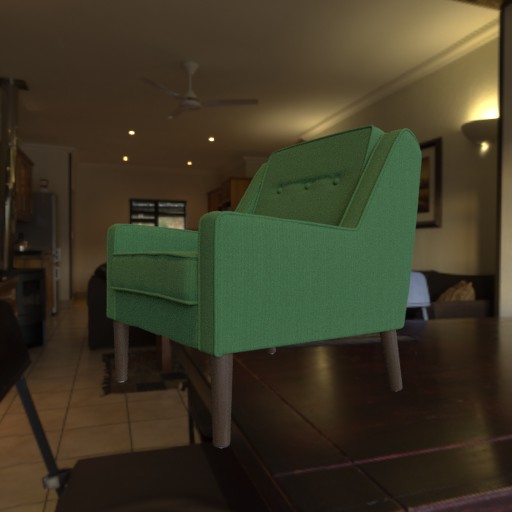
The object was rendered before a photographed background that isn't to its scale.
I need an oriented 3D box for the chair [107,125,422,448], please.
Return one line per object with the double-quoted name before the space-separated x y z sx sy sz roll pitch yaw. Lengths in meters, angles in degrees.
"chair" 0.000 0.000 1.352 0.743 0.792 0.663 -1 1 -37
